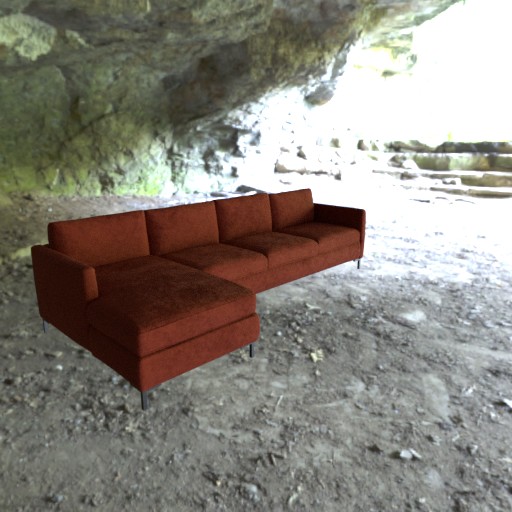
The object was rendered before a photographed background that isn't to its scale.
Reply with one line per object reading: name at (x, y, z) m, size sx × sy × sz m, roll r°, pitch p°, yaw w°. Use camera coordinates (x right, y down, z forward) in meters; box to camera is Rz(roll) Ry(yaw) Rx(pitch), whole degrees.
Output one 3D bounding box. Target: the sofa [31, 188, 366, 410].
sofa at (0.000, 0.000, 2.933) m, size 1.136 × 0.663 × 2.467 m, roll 14°, pitch 21°, yaw 42°
